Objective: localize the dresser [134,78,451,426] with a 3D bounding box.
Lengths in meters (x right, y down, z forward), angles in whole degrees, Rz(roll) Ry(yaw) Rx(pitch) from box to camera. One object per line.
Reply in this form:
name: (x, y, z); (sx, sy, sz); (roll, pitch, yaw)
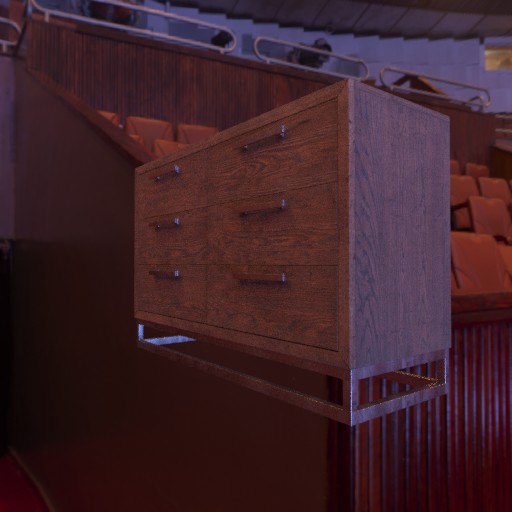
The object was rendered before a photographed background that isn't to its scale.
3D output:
dresser: (0.000, 0.000, 2.164); (0.623, 1.061, 1.646); (1, -1, -38)
